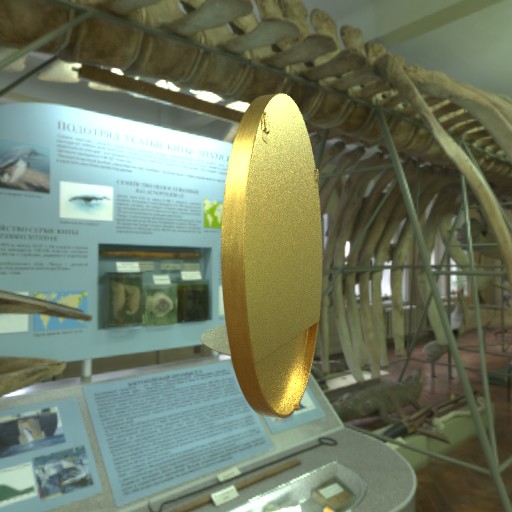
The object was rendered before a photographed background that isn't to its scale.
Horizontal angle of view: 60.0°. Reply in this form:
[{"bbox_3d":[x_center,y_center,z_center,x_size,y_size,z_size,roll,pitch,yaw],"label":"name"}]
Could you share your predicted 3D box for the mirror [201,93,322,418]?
[{"bbox_3d":[0.000,0.000,0.680,0.133,0.457,0.457,0,-1,18],"label":"mirror"}]
